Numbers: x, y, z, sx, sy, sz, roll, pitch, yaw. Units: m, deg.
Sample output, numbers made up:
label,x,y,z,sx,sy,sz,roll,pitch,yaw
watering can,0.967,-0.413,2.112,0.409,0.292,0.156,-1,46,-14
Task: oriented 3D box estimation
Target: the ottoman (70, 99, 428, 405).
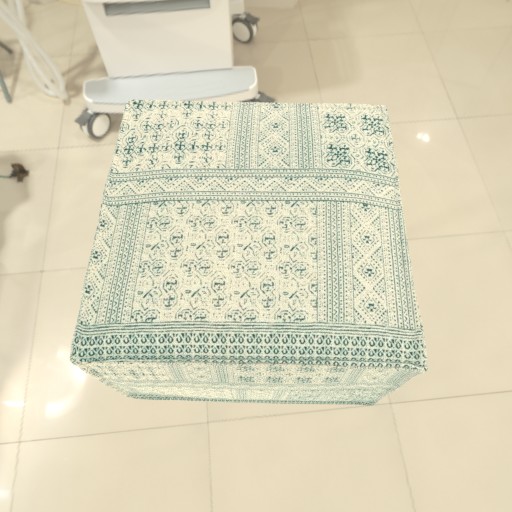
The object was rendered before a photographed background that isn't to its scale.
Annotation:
label,x,y,z,sx,sy,sz,roll,pitch,yaw
ottoman,0.000,0.000,1.047,0.626,0.439,0.617,1,63,1
